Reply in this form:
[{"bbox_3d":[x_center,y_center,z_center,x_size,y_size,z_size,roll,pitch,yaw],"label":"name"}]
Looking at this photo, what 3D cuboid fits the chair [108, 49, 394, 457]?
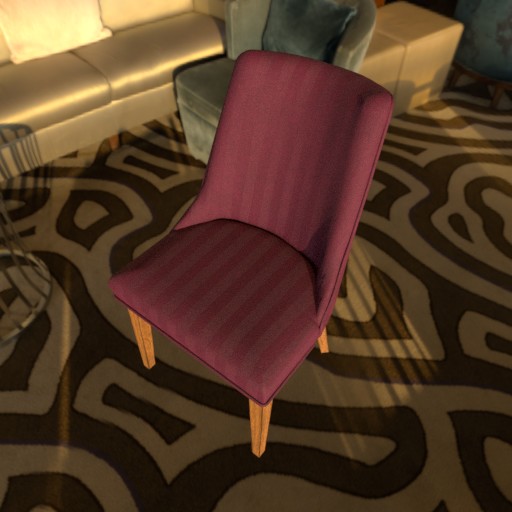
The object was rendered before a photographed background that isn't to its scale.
[{"bbox_3d":[0.000,0.000,1.261,0.548,0.916,0.638,30,54,25],"label":"chair"}]
